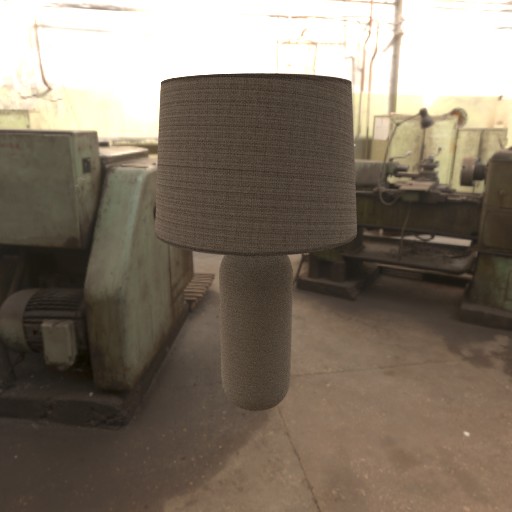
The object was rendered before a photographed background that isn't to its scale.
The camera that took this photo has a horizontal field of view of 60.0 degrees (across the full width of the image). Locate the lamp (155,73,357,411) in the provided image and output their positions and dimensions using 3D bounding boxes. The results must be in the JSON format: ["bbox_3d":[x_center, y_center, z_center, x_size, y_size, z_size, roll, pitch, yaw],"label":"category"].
[{"bbox_3d":[0.000,0.000,0.838,0.367,0.609,0.367,0,16,0],"label":"lamp"}]
